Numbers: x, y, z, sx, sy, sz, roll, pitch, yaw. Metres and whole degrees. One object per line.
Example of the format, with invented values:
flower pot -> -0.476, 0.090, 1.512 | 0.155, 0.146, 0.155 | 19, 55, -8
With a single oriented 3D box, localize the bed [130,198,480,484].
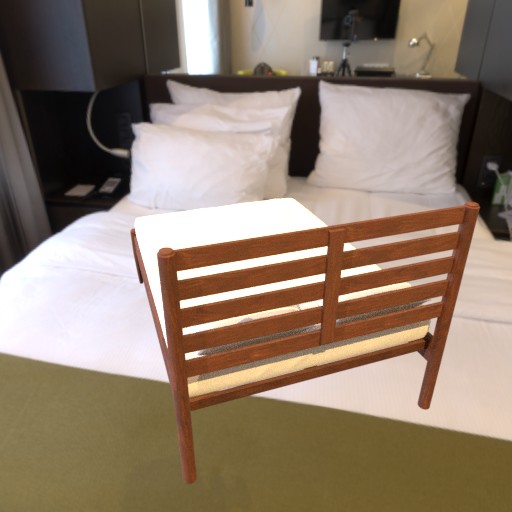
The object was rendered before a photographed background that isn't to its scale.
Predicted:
bed -> 0.000, 0.000, 3.018 | 1.509, 1.304, 2.093 | -9, 29, -17
